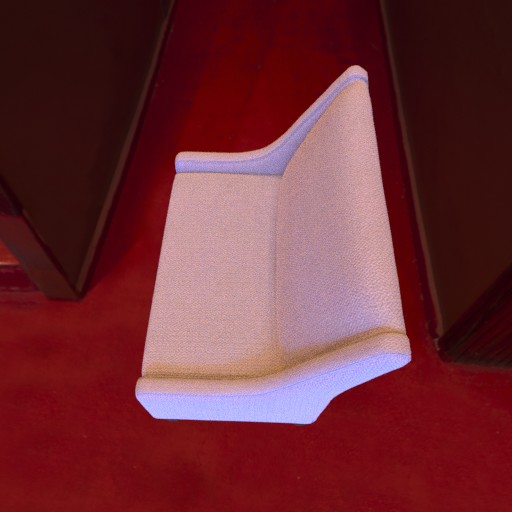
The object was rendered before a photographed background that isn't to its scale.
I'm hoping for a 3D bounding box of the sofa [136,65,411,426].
[{"bbox_3d":[0.000,0.000,1.892,0.870,1.022,1.242,2,58,1],"label":"sofa"}]
